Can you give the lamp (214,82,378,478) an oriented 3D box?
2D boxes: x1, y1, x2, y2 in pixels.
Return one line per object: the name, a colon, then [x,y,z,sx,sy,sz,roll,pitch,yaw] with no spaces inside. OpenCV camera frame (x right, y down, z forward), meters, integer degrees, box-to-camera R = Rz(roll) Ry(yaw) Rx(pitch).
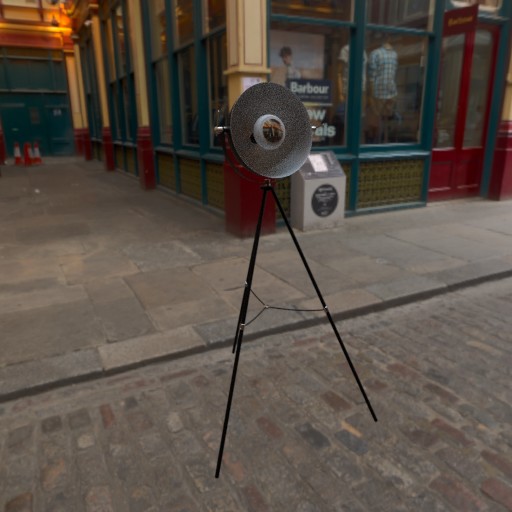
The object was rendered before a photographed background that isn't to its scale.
lamp: [0.000,0.000,2.078,0.817,1.512,0.920,-9,19,-27]
